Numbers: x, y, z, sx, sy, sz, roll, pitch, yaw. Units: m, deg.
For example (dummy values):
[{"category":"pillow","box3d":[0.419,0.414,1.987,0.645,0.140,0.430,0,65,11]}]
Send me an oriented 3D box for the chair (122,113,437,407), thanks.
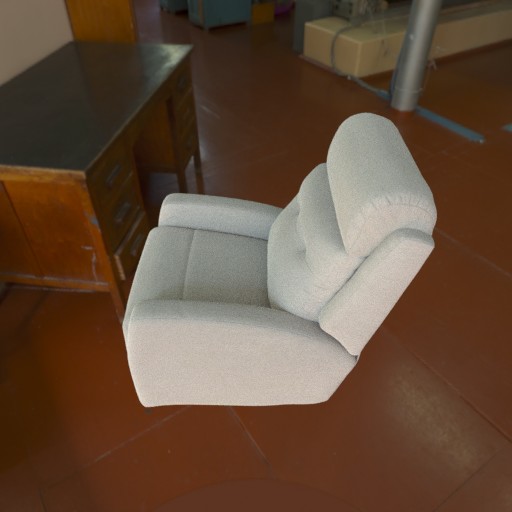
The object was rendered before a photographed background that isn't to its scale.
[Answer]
[{"category":"chair","box3d":[0.000,0.000,1.746,1.043,1.013,0.798,0,42,0]}]
